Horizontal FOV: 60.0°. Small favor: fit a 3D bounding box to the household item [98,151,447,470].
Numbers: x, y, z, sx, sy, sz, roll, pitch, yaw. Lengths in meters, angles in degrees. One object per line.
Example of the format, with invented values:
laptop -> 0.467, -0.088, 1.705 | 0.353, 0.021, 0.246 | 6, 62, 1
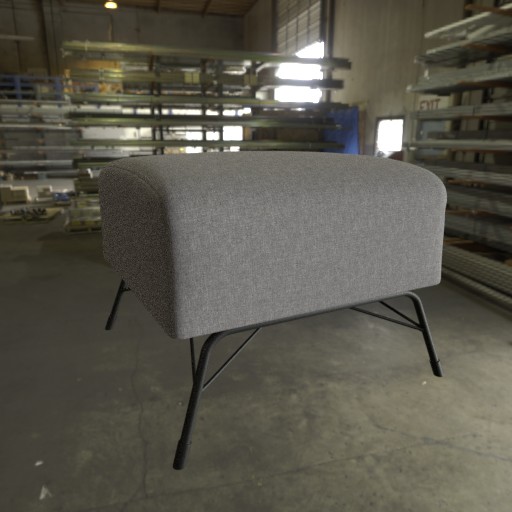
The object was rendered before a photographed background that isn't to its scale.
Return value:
household item -> 0.000, 0.000, 0.889 | 0.530, 0.410, 0.530 | -8, 17, -27
